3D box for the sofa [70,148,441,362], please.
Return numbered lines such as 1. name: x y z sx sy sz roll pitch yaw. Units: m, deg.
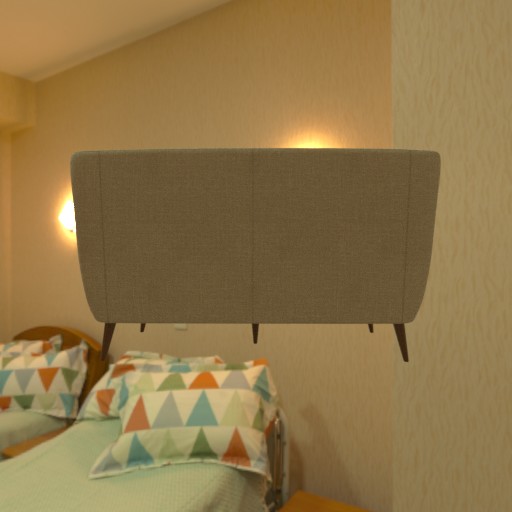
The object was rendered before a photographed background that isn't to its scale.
1. sofa: 0.000 0.000 2.262 1.652 0.888 0.965 0 -1 1
